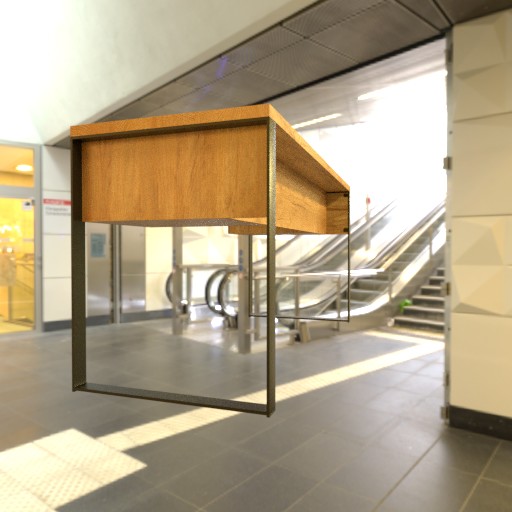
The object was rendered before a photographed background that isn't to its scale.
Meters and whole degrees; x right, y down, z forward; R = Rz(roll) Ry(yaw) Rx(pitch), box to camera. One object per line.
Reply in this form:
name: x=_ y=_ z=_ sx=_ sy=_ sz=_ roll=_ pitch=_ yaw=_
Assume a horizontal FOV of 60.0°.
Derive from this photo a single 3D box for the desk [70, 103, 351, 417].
desk: x=0.000 y=0.000 z=1.888 sx=0.600 sy=0.760 sz=1.520 roll=0 pitch=1 yaw=19
